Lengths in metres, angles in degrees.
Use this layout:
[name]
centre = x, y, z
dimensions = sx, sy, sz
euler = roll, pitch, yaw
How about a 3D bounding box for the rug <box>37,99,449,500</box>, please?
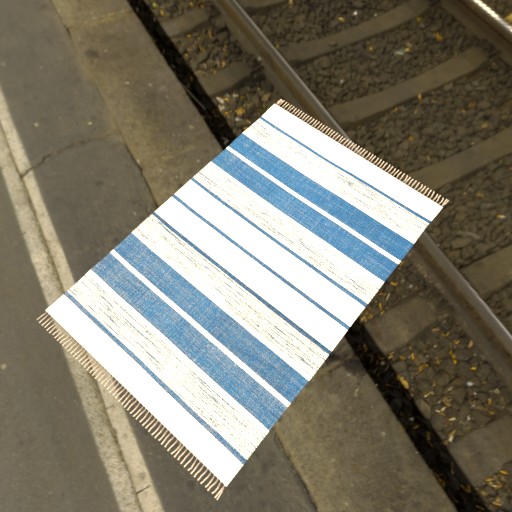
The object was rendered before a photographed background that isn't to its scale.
[rug]
centre = 0.000, 0.000, 2.951
dimensions = 1.532, 0.010, 2.441
euler = 37, 69, 17
